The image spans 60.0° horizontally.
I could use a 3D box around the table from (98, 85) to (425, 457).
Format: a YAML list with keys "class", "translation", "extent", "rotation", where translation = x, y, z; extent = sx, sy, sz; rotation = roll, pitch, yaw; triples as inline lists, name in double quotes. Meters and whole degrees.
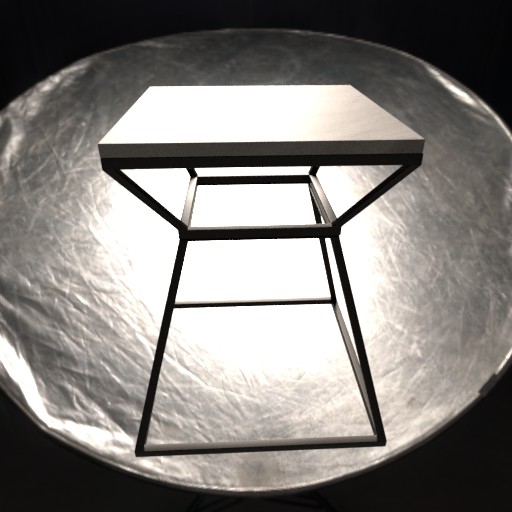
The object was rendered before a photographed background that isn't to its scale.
- class: "table"
  translation: [0.000, 0.000, 0.859]
  extent: [0.455, 0.559, 0.455]
  rotation: [-1, 30, -2]
